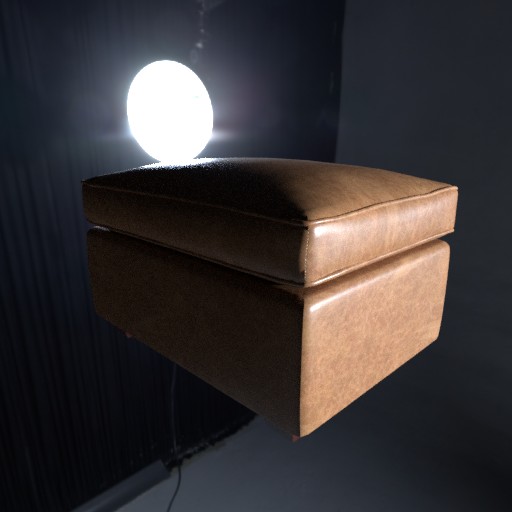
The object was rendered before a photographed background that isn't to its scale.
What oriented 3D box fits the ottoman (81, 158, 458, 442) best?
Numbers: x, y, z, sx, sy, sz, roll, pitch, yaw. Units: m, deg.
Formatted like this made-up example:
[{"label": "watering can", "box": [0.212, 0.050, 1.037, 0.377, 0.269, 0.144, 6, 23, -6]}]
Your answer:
[{"label": "ottoman", "box": [0.000, 0.000, 1.095, 0.554, 0.468, 0.756, -15, 22, -43]}]
